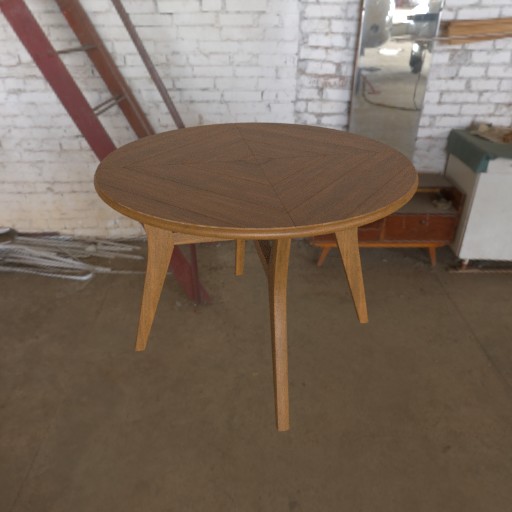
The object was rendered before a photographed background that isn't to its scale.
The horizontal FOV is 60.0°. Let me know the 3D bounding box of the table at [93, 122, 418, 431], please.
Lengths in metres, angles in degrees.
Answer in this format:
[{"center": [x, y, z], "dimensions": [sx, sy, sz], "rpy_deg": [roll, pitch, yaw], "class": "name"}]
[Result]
[{"center": [0.000, 0.000, 1.692], "dimensions": [1.055, 0.757, 1.055], "rpy_deg": [0, 30, 0], "class": "table"}]
